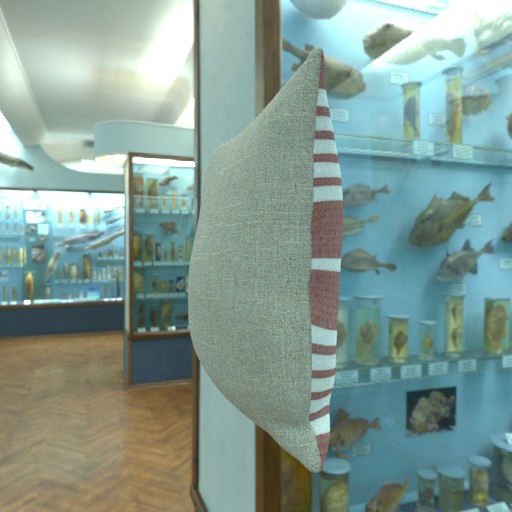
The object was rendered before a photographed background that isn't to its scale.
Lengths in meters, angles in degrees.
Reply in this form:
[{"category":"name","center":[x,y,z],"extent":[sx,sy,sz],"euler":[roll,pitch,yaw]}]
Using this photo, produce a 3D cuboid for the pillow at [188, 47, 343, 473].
[{"category":"pillow","center":[0.000,0.000,0.643],"extent":[0.182,0.427,0.439],"euler":[0,1,-18]}]
